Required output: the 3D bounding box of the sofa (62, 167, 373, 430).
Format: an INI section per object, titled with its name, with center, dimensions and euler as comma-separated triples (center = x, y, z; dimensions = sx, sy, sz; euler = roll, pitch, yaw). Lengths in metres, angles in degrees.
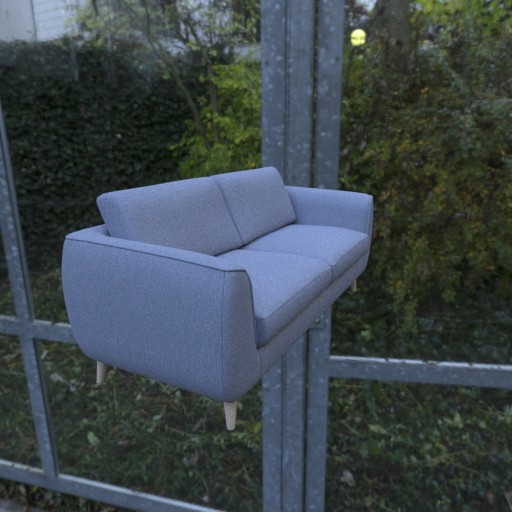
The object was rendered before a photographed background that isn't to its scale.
[sofa]
center = 0.000, 0.000, 2.545
dimensions = 0.920, 0.870, 2.000
euler = 8, 18, 27
